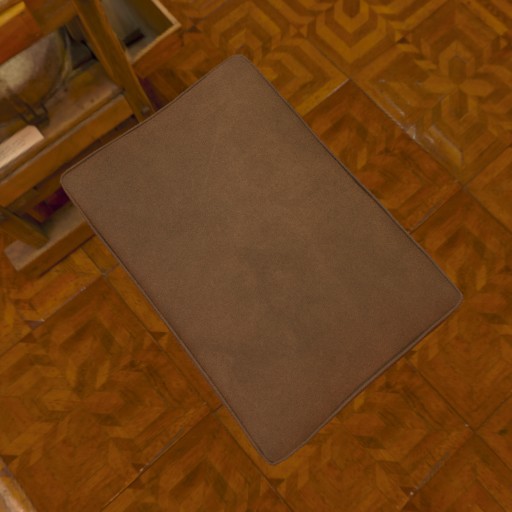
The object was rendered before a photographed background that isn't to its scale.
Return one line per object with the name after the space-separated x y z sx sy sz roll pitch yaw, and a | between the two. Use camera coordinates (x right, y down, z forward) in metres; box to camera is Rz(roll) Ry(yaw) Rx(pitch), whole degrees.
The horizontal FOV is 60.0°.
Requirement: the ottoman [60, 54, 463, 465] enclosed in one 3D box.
0.000 0.000 1.231 0.596 0.481 0.860 -38 79 -9 | ottoman
